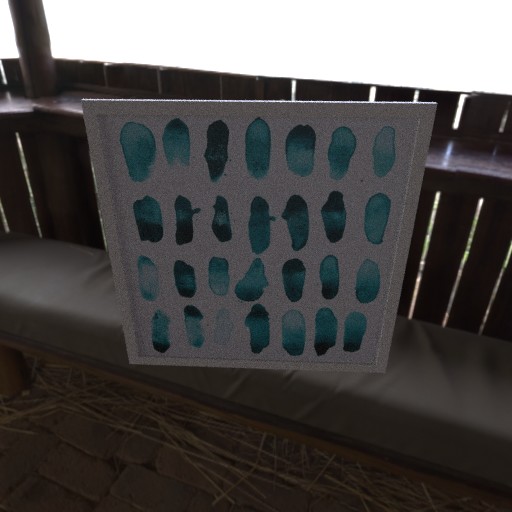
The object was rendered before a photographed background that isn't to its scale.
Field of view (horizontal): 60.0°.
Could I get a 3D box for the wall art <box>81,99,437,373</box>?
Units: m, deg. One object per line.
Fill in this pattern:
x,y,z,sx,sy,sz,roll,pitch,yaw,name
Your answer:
0.000,0.000,0.834,0.558,0.559,0.009,1,29,2,wall art
